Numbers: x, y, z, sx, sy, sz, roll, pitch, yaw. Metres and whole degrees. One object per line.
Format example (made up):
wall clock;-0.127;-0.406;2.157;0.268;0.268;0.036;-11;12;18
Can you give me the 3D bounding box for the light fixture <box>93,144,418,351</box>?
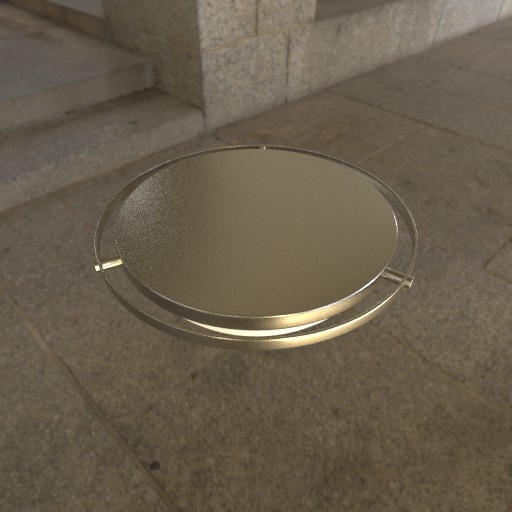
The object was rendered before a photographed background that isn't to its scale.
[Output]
light fixture;0.000;0.000;0.551;0.361;0.130;0.361;0;40;0
